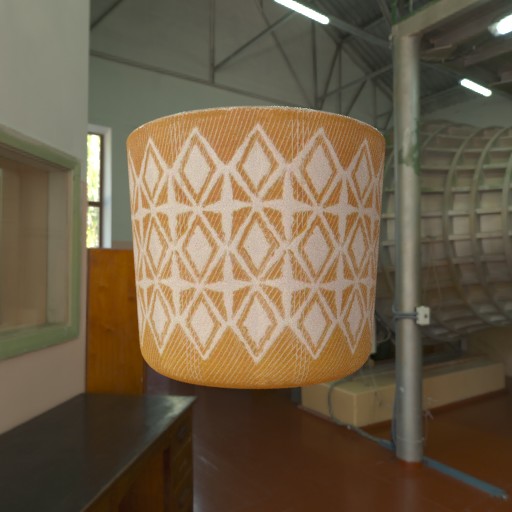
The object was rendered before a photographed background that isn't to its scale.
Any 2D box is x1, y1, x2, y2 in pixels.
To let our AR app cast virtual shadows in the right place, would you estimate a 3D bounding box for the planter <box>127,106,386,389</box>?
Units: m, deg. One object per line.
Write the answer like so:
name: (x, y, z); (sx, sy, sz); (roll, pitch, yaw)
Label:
planter: (0.000, 0.000, 0.342); (0.193, 0.165, 0.193); (0, -1, 0)
